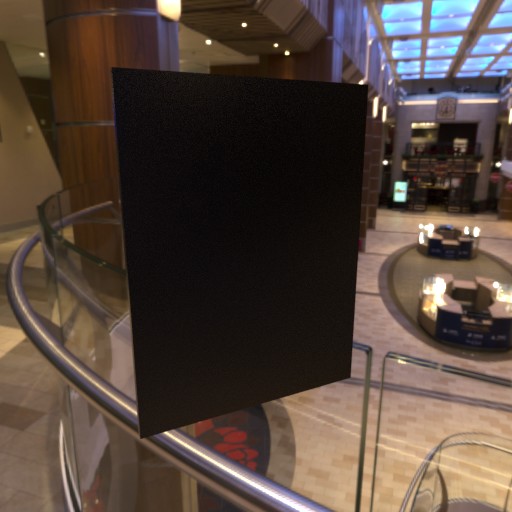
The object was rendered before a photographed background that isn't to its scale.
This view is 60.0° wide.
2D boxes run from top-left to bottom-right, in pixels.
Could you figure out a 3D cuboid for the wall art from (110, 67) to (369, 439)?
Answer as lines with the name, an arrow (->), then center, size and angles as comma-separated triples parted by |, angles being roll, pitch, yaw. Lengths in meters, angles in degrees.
wall art -> 0.000, 0.000, 0.774 | 0.442, 0.582, 0.013 | -7, 16, -26
